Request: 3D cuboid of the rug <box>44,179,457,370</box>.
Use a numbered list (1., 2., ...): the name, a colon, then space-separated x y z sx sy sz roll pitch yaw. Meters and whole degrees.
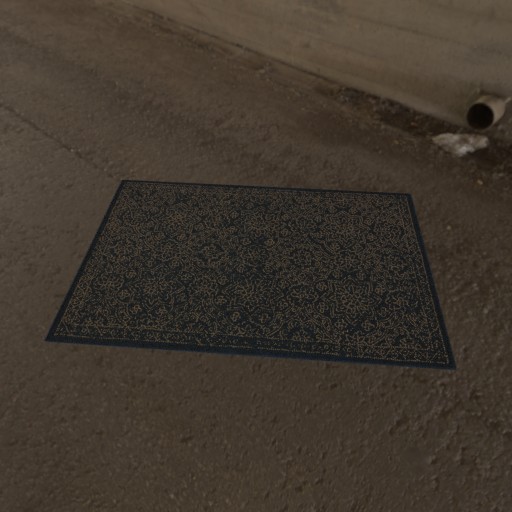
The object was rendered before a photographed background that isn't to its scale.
1. rug: 0.000 0.000 2.373 1.829 0.010 1.219 3 46 3
